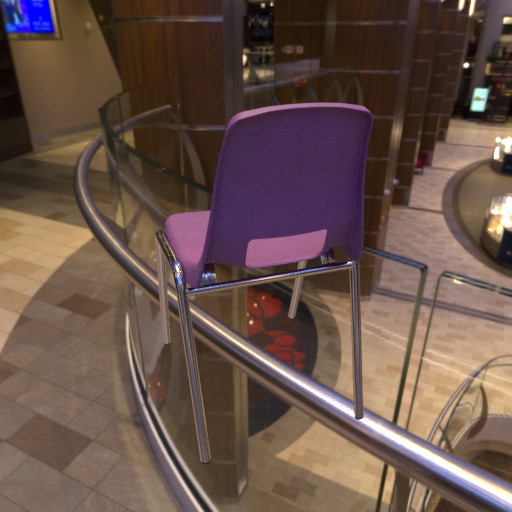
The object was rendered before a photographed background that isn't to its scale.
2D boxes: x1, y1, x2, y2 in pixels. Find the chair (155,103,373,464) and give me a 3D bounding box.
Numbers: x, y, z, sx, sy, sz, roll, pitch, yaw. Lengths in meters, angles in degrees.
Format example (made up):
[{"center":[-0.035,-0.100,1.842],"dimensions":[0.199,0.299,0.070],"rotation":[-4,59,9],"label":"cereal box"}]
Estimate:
[{"center":[0.000,0.000,0.918],"dimensions":[0.381,0.654,0.432],"rotation":[-9,28,-17],"label":"chair"}]
